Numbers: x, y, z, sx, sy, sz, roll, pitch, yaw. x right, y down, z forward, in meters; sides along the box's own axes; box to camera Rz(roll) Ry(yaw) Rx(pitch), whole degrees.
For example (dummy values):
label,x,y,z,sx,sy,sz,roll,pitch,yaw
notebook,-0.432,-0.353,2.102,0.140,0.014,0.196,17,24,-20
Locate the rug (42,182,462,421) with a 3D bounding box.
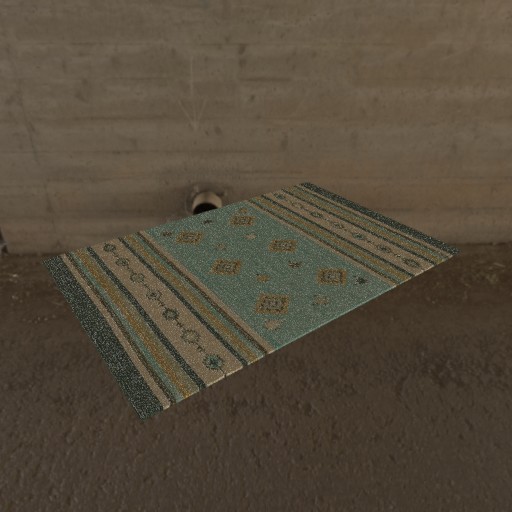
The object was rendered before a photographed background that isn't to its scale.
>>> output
label,x,y,z,sx,sy,sz,roll,pitch,yaw
rug,0.000,0.000,2.301,1.811,0.010,1.212,-21,37,-31
